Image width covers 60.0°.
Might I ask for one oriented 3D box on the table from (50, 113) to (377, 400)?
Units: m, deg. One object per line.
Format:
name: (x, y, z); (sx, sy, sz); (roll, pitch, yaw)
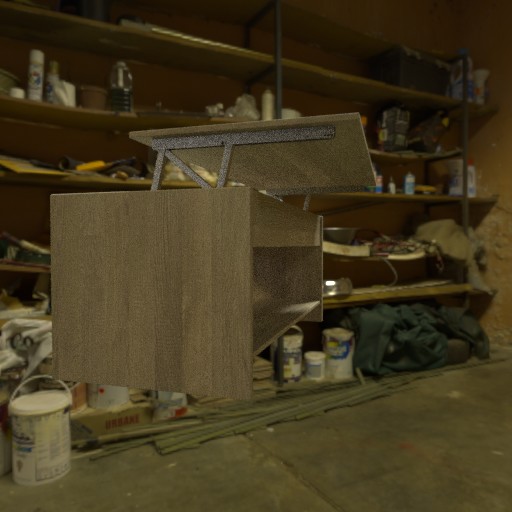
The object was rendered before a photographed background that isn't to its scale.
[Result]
table: (0.000, 0.000, 1.423); (0.712, 0.570, 1.000); (0, 2, 17)
